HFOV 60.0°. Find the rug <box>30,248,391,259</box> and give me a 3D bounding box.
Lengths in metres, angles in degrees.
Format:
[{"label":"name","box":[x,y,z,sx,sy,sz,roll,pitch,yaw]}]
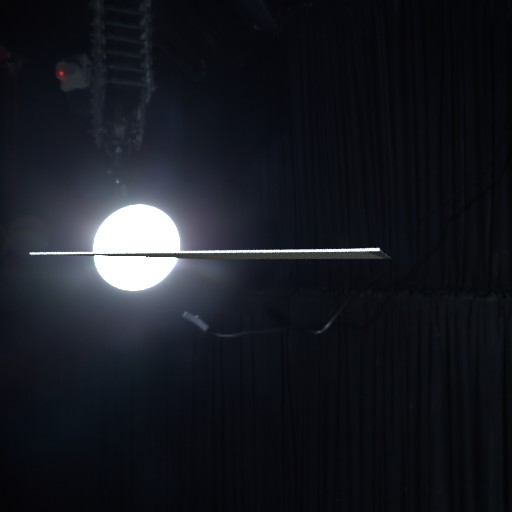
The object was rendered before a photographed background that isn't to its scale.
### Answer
[{"label":"rug","box":[0.000,0.000,4.249,2.434,0.019,3.041,0,-1,18]}]
